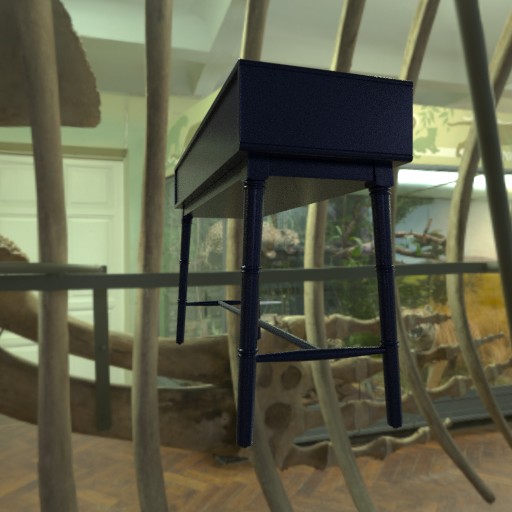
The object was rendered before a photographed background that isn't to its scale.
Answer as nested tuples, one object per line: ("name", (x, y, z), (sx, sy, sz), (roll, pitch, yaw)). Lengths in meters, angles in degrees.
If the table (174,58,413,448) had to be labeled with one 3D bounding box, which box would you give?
("table", (0.000, 0.000, 1.423), (0.399, 0.749, 1.118), (0, 0, -17))
